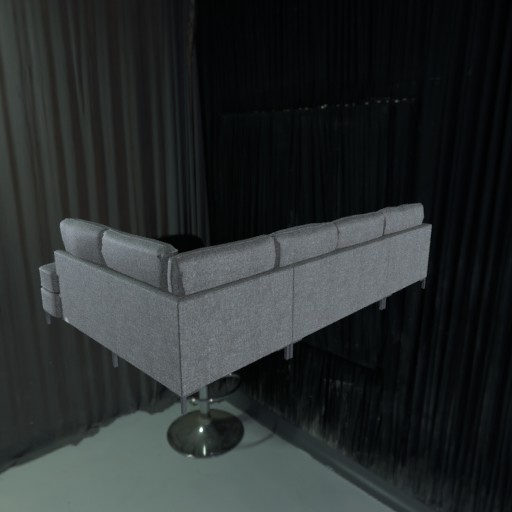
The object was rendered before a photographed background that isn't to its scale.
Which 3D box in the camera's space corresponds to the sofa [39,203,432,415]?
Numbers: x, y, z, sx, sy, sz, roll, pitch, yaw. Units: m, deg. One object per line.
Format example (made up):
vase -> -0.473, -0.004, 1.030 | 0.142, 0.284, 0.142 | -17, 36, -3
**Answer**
sofa -> 0.000, 0.000, 4.385 | 2.048, 0.999, 3.423 | 14, 20, 43
